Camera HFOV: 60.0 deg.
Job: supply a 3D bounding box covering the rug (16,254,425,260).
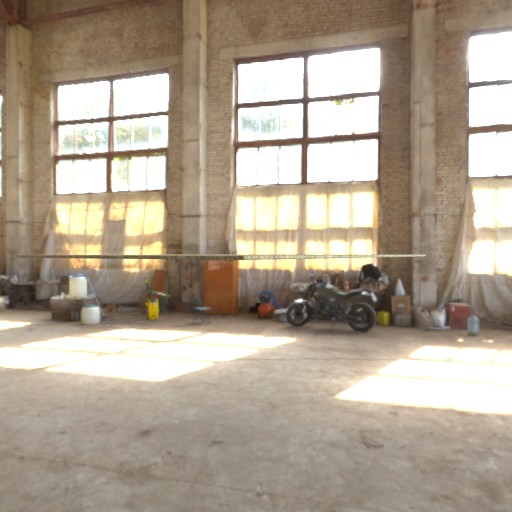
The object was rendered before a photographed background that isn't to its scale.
[{"bbox_3d":[0.000,0.000,2.302,1.243,0.014,1.846,0,0,35],"label":"rug"}]
